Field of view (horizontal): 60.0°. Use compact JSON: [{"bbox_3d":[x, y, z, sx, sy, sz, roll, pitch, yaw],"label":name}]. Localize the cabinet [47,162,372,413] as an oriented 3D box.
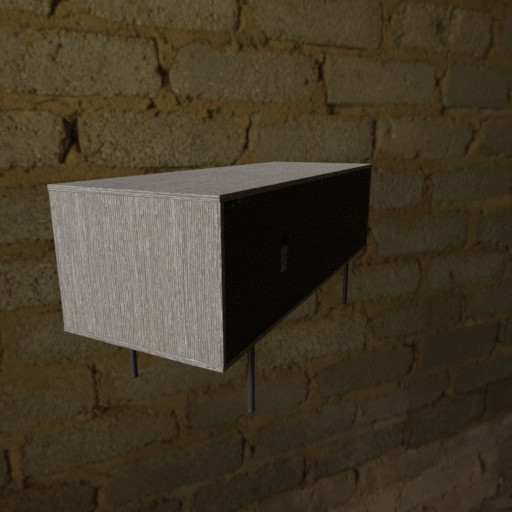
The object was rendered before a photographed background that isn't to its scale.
[{"bbox_3d":[0.000,0.000,1.588,0.500,0.599,1.300,7,16,26],"label":"cabinet"}]
